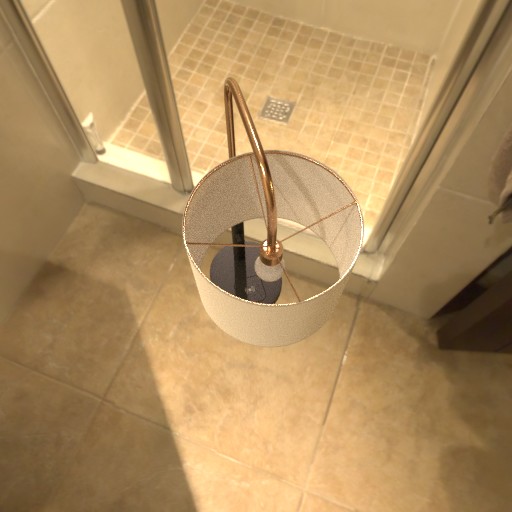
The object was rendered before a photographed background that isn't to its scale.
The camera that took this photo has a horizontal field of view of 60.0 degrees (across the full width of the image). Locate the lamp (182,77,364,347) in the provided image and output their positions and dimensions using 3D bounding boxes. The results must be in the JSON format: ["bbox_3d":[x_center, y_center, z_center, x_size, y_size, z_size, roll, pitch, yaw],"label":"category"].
[{"bbox_3d":[0.000,0.000,0.709,0.199,0.540,0.337,-14,64,-7],"label":"lamp"}]
